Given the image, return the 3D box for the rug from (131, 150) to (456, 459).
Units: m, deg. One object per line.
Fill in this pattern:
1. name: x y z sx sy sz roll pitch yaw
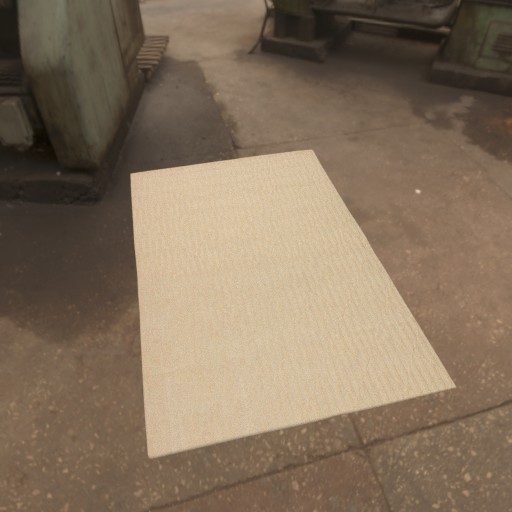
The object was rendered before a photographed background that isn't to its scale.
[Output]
1. rug: 0.000 0.000 2.327 1.238 0.014 1.848 -10 46 -9
